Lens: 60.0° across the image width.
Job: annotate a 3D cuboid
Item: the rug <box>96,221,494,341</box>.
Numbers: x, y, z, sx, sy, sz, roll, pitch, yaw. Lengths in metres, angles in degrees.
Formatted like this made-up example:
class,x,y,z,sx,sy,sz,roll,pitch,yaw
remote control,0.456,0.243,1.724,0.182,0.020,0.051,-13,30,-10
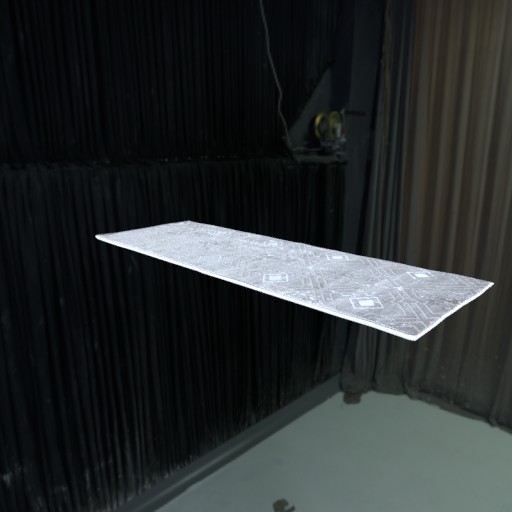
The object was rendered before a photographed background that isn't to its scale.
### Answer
class,x,y,z,sx,sy,sz,roll,pitch,yaw
rug,0.000,0.000,2.638,2.381,0.035,0.832,14,20,42
